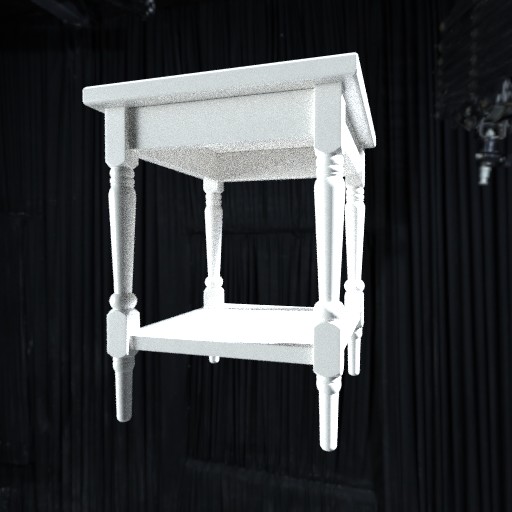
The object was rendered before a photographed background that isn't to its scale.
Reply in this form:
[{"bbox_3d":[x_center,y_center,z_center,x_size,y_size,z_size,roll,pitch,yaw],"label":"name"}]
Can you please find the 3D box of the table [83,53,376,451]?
[{"bbox_3d":[0.000,0.000,0.899,0.442,0.565,0.488,1,2,18],"label":"table"}]
